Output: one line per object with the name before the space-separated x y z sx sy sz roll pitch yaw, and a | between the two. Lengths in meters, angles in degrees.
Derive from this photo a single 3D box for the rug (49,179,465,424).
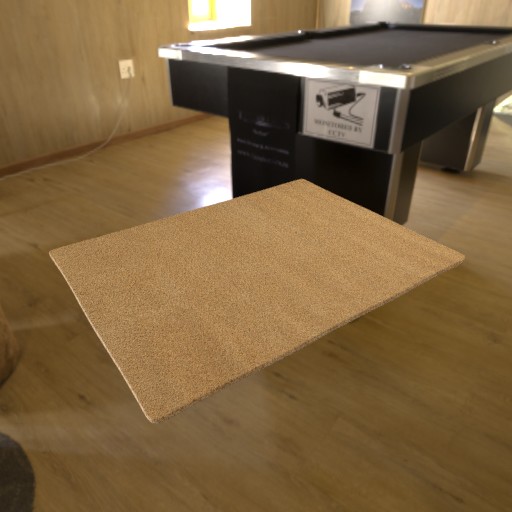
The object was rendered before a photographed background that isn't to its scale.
rug | 0.000 0.000 2.112 1.600 0.025 1.199 -20 37 -29
